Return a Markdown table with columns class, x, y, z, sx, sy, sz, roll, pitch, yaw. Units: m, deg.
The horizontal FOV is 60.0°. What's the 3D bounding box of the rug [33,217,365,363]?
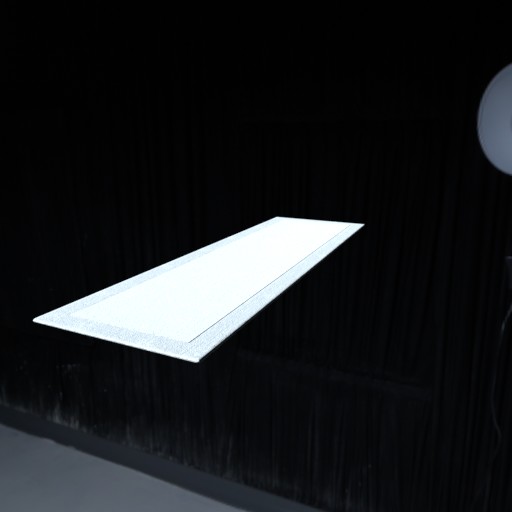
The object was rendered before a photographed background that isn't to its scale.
| class | x | y | z | sx | sy | sz | roll | pitch | yaw |
| --- | --- | --- | --- | --- | --- | --- | --- | --- | --- |
| rug | 0.000 | 0.000 | 2.611 | 0.759 | 0.012 | 2.430 | 7 | 17 | 24 |
